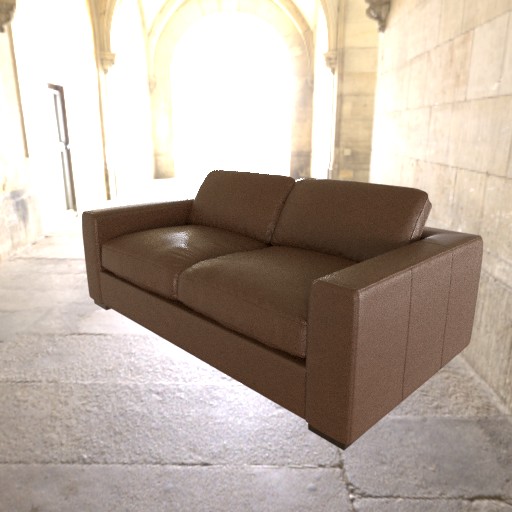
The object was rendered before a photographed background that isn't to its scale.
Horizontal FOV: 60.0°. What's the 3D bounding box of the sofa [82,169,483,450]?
[{"bbox_3d":[0.000,0.000,2.354,1.070,0.800,1.920,-15,22,-43],"label":"sofa"}]
